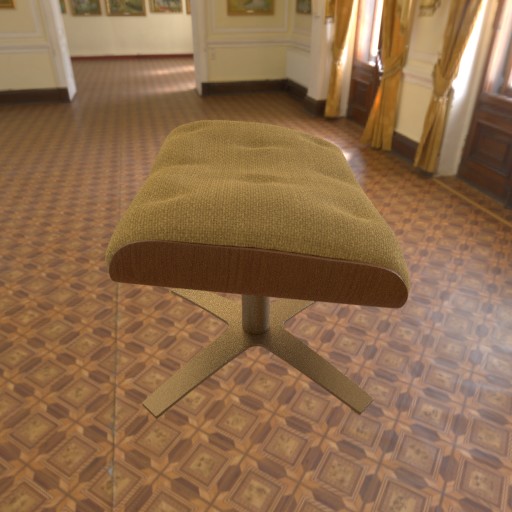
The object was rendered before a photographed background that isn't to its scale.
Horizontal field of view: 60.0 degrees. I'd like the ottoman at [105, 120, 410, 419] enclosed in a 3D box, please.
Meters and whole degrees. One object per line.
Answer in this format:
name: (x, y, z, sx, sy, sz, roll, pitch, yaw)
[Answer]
ottoman: (0.000, 0.000, 0.805, 0.394, 0.391, 0.520, -1, 30, -1)
